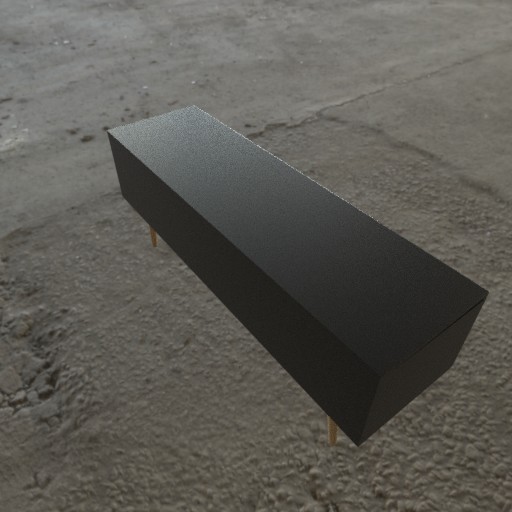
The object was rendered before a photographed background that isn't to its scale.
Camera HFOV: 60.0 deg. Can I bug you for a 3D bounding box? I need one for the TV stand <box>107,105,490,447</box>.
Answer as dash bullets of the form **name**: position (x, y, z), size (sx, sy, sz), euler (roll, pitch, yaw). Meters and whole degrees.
- **TV stand**: position (0.000, 0.000, 1.499), size (0.390, 0.518, 1.312), euler (-27, 48, -27)
